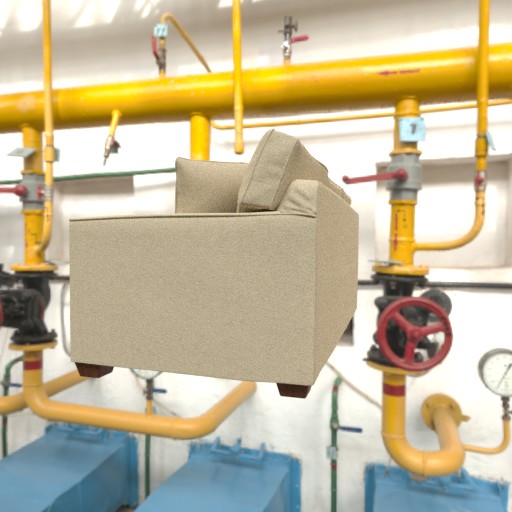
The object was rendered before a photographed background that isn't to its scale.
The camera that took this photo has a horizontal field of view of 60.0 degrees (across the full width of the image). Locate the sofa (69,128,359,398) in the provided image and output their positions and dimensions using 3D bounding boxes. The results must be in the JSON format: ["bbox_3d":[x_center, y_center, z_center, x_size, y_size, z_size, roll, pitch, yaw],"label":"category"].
[{"bbox_3d":[0.000,0.000,2.557,1.034,0.946,1.963,0,1,17],"label":"sofa"}]
